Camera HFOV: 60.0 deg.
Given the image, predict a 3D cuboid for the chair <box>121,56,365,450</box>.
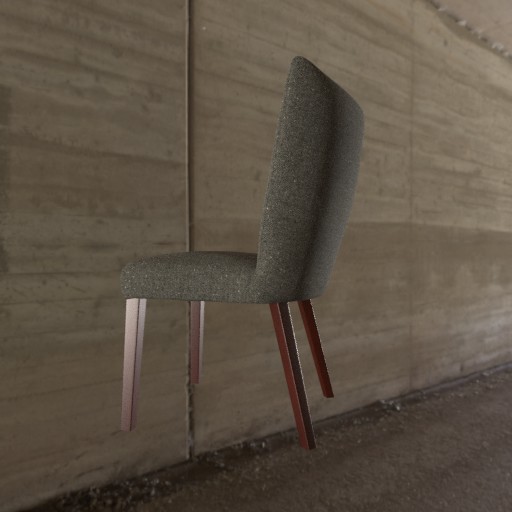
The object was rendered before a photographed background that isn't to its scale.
[{"bbox_3d":[0.000,0.000,1.313,0.623,0.924,0.535,0,1,16],"label":"chair"}]
